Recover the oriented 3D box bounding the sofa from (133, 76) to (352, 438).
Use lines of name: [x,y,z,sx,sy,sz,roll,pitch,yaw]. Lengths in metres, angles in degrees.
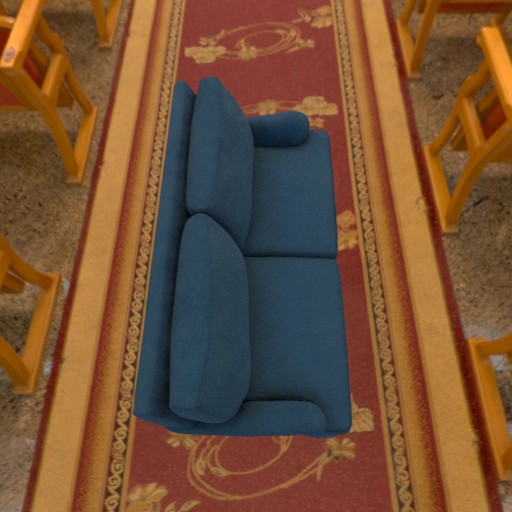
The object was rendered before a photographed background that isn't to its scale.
sofa: [0.000,0.000,2.814,1.084,1.101,2.141,1,64,0]
